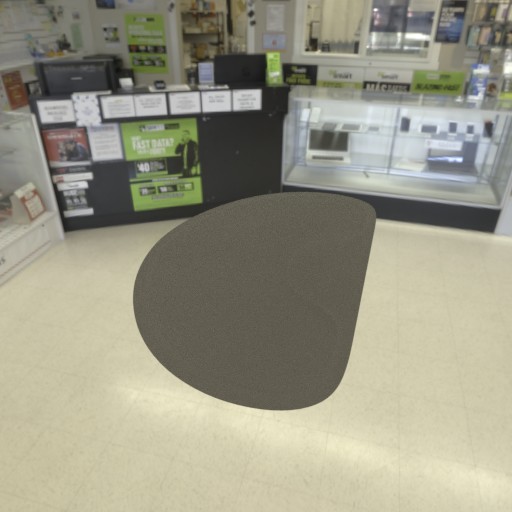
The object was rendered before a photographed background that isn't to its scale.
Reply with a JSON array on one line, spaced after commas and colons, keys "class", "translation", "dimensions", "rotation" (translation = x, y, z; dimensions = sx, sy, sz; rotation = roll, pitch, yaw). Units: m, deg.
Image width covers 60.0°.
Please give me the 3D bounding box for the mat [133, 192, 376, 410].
[{"class": "mat", "translation": [0.000, 0.000, 1.872], "dimensions": [0.913, 0.013, 1.524], "rotation": [9, 32, 15]}]
